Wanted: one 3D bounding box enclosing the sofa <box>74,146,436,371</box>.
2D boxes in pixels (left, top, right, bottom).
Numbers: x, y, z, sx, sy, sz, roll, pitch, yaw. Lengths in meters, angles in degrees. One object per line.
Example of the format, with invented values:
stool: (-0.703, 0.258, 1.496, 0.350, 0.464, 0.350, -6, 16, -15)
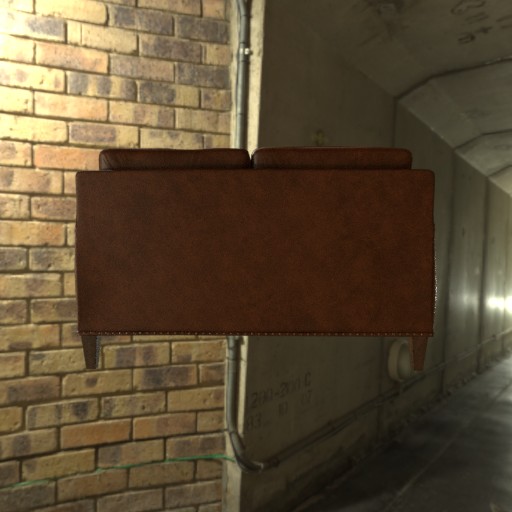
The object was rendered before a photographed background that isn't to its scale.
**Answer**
sofa: (0.000, 0.000, 2.373, 1.628, 1.003, 1.083, 0, 0, 1)
